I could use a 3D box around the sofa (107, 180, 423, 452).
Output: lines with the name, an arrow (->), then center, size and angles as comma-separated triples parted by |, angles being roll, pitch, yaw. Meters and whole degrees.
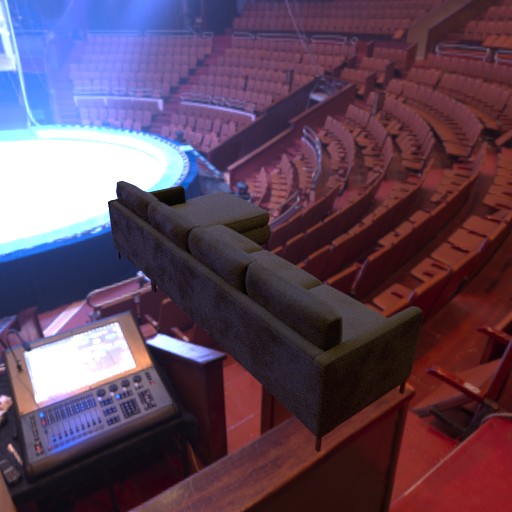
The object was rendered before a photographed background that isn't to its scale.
sofa -> 0.000, 0.000, 3.303 | 1.255, 0.756, 2.725 | -18, 32, -32
